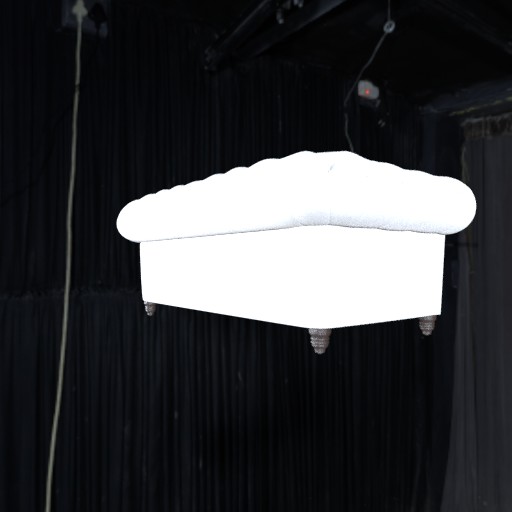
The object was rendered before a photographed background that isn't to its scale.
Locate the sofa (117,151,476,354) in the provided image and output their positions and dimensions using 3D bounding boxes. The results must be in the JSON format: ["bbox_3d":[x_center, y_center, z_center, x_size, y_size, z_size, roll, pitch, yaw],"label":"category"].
[{"bbox_3d":[0.000,0.000,2.465,0.986,0.764,1.998,1,-1,-37],"label":"sofa"}]
